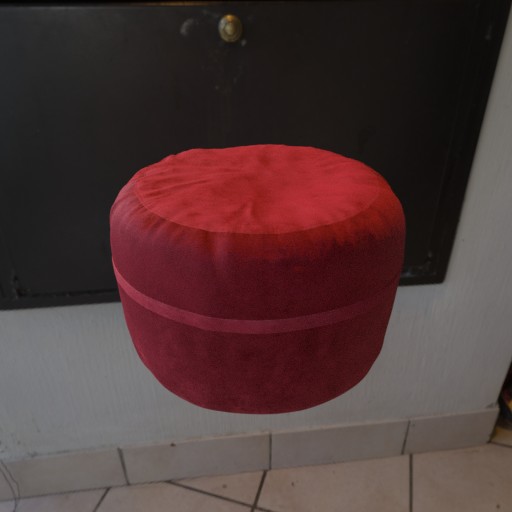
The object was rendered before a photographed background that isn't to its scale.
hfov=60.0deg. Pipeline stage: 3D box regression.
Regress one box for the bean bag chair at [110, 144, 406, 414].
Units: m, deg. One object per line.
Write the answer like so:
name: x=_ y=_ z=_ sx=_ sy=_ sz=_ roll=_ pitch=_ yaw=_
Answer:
bean bag chair: x=0.000 y=0.000 z=1.944 sx=1.219 sy=0.762 sz=1.219 roll=0 pitch=30 yaw=0
